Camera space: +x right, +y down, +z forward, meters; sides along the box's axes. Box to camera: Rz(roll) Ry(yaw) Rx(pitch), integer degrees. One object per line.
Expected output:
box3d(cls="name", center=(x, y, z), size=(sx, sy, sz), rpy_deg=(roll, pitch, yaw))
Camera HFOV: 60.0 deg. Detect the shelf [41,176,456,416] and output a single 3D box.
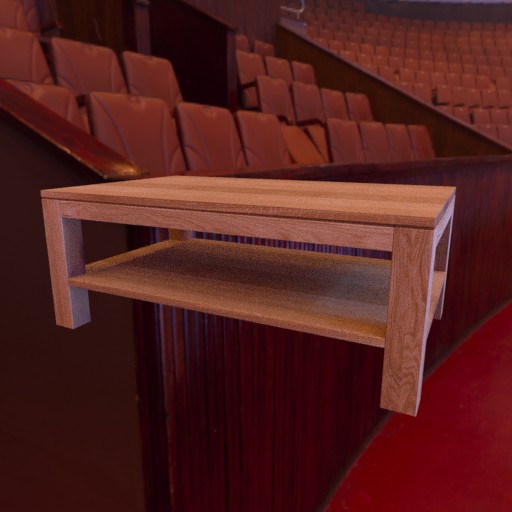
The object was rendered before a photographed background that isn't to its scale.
box3d(cls="shelf", center=(0.000, 0.000, 1.488), size=(1.150, 0.450, 0.700), rpy_deg=(7, 16, 26))
